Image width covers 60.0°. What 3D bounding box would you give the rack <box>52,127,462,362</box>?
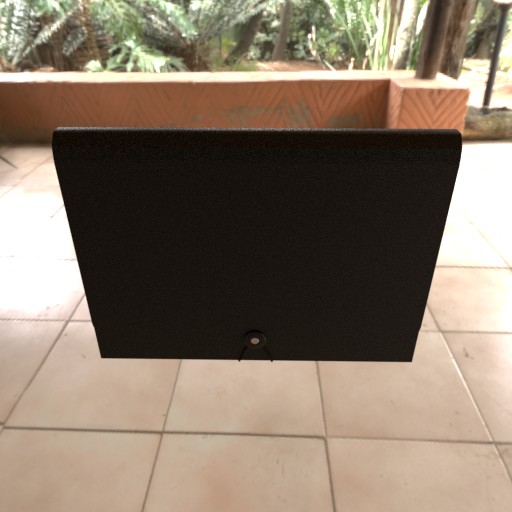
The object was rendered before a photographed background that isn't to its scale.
[{"bbox_3d":[0.000,0.000,0.425,0.330,0.241,0.041,1,30,1],"label":"rack"}]
